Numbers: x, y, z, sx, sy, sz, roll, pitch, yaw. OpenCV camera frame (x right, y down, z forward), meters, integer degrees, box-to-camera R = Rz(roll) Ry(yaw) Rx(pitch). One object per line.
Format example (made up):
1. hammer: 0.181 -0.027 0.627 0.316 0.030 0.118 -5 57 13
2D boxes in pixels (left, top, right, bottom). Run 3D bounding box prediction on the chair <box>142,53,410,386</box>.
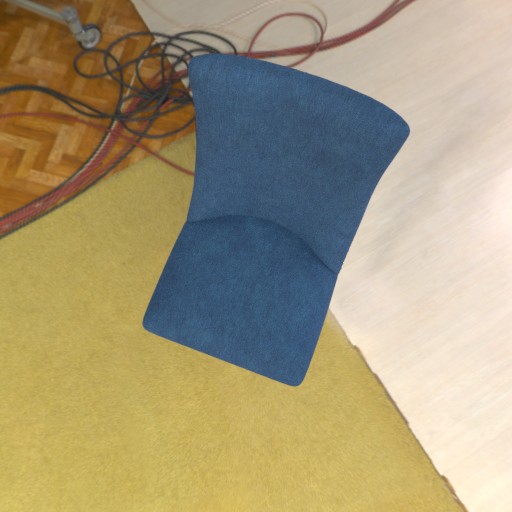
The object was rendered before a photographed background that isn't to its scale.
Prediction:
1. chair: 0.000 0.000 1.268 0.495 0.902 0.610 20 77 5
